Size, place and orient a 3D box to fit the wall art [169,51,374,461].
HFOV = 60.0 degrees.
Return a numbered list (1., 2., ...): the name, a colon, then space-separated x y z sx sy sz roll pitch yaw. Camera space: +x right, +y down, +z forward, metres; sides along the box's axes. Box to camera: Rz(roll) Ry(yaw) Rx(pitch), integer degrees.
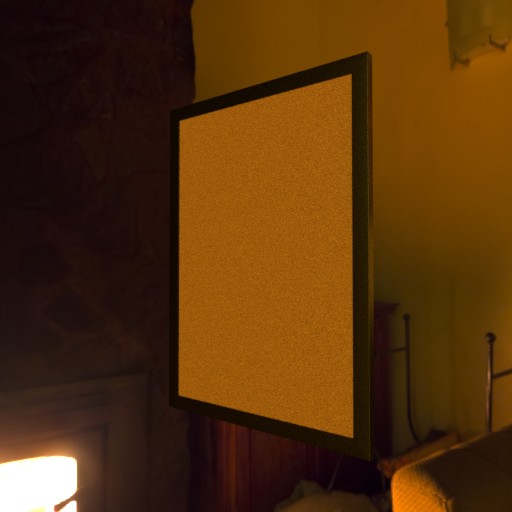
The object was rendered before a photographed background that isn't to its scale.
1. wall art: 0.000 0.000 0.561 0.304 0.432 0.013 -1 -2 36
